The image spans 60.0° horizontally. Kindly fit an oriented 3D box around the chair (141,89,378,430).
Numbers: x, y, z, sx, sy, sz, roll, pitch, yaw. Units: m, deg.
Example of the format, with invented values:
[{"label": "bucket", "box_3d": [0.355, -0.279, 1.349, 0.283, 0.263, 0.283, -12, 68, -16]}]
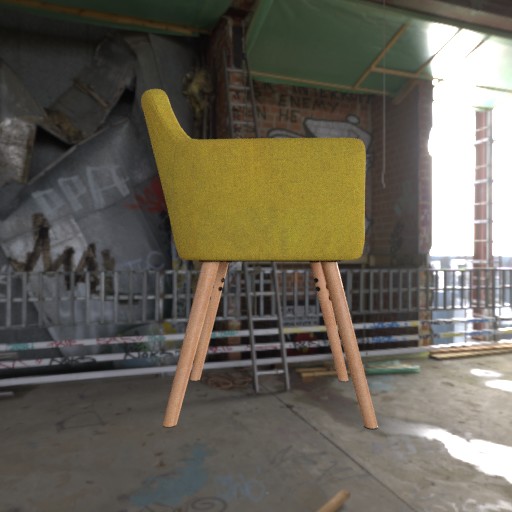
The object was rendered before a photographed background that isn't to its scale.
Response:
[{"label": "chair", "box_3d": [0.000, 0.000, 1.206, 0.570, 0.780, 0.570, 0, 0, 1]}]
